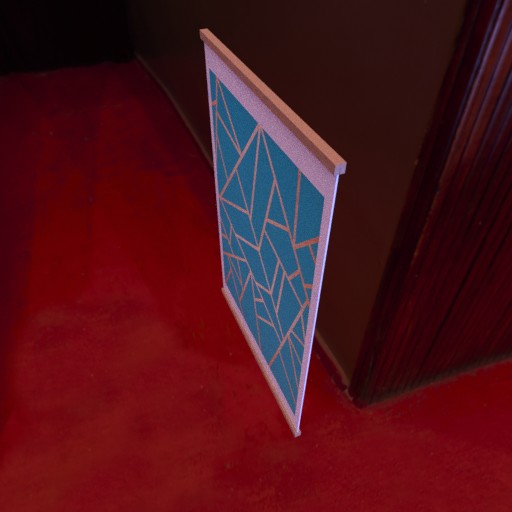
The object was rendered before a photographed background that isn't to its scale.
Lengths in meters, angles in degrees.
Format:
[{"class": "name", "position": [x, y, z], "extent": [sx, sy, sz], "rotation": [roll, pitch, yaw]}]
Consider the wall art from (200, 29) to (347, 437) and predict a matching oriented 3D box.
[{"class": "wall art", "position": [0.000, 0.000, 1.894], "extent": [0.030, 1.519, 0.990], "rotation": [-17, 48, -16]}]
